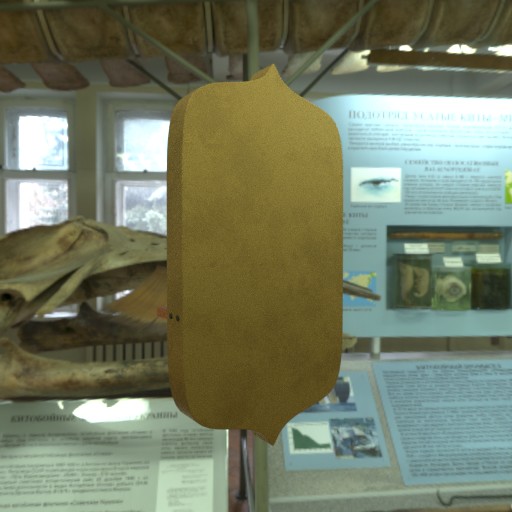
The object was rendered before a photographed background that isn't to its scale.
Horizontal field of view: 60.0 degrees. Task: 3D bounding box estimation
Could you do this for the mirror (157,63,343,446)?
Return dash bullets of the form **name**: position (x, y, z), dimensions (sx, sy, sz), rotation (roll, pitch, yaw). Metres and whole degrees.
- **mirror**: position (0.000, 0.000, 0.748), dimensions (0.323, 0.613, 0.096), rotation (-1, 2, -36)
